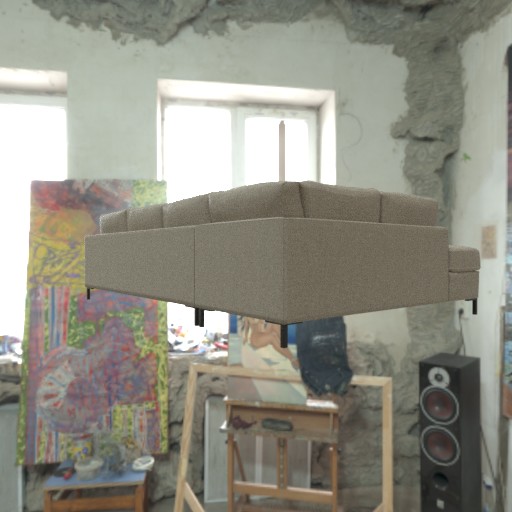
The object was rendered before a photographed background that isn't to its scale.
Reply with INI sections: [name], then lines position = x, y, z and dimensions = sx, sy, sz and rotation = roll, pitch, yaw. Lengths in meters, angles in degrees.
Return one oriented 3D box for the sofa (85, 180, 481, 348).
[sofa]
position = 0.000, 0.000, 3.133
dimensions = 1.617, 0.703, 2.423
rotation = 0, 1, -39
